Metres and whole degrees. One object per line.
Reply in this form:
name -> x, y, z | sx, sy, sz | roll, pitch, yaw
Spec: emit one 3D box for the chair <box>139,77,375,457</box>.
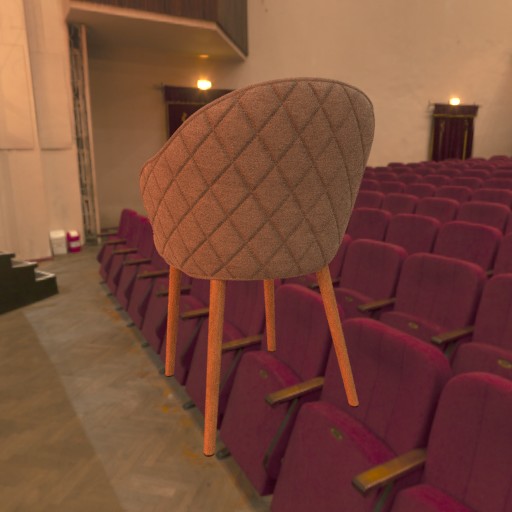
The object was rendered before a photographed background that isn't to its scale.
chair -> 0.000, 0.000, 1.147 | 0.540, 0.800, 0.530 | -7, 15, -27
